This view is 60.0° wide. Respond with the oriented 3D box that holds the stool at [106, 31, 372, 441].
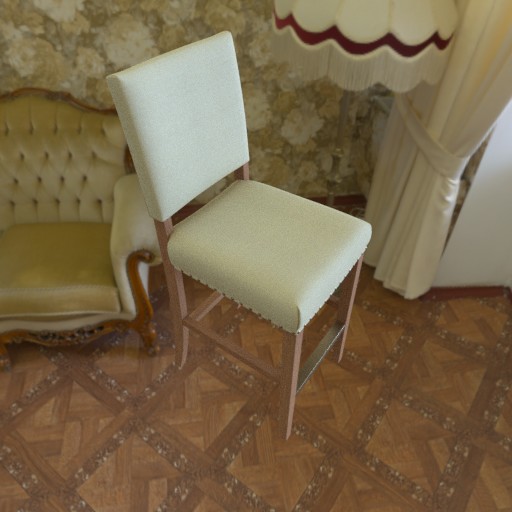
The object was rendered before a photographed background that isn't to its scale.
[{"bbox_3d":[0.000,0.000,1.429,0.584,1.168,0.445,25,48,25],"label":"stool"}]
